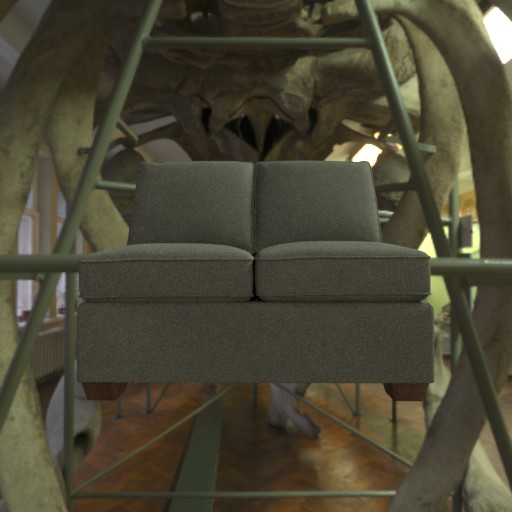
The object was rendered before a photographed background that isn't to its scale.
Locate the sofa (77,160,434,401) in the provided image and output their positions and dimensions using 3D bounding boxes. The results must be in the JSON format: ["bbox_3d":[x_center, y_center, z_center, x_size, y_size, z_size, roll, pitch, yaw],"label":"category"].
[{"bbox_3d":[0.000,0.000,1.956,1.237,1.008,0.951,0,-1,1],"label":"sofa"}]
